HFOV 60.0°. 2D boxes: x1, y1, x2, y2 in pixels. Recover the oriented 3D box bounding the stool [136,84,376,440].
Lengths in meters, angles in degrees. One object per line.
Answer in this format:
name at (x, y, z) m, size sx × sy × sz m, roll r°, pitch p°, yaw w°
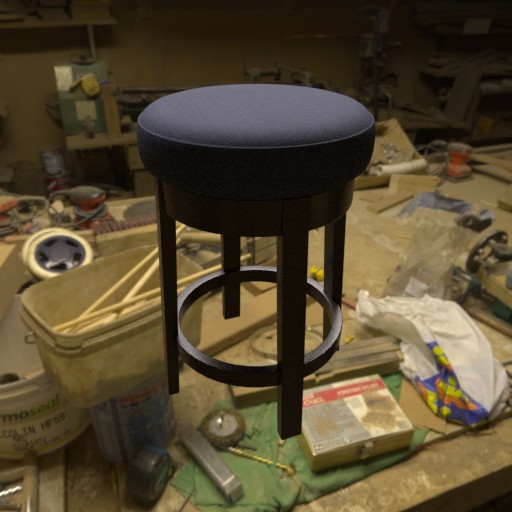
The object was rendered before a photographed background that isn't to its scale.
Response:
stool at (0.000, 0.000, 0.956) m, size 0.449 × 0.655 × 0.449 m, roll 0°, pitch 31°, yaw 0°
